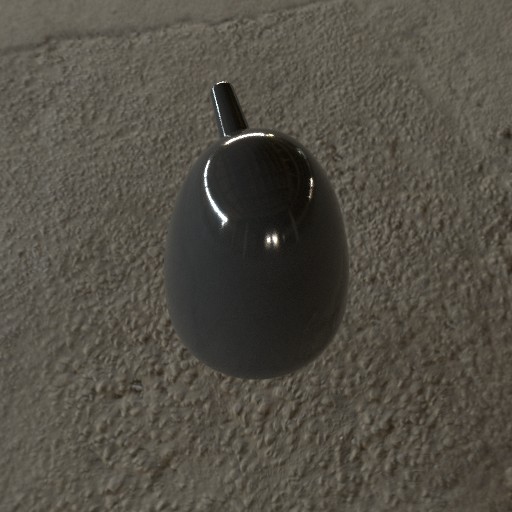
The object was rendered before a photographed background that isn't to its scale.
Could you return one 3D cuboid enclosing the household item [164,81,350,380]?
[{"bbox_3d":[0.000,0.000,0.224,0.102,0.152,0.104,-15,60,-9],"label":"household item"}]
